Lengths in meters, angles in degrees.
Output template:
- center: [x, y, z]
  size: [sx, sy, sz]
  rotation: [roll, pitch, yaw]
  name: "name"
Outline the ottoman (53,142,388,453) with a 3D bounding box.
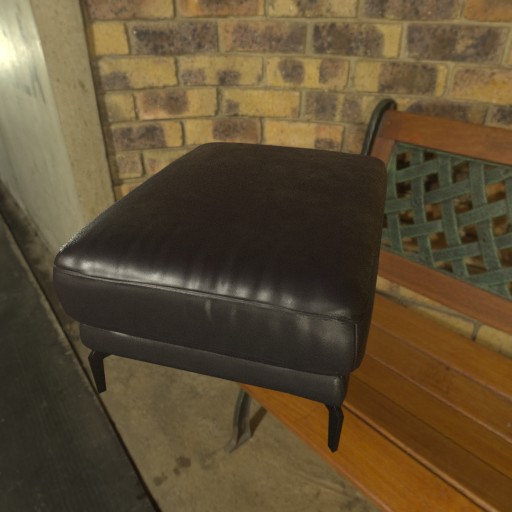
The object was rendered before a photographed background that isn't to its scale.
- center: [0.000, 0.000, 1.082]
  size: [0.570, 0.402, 0.764]
  rotation: [9, 31, 14]
  name: "ottoman"
